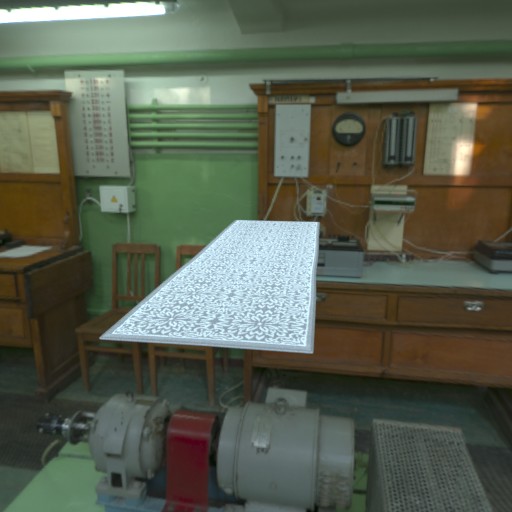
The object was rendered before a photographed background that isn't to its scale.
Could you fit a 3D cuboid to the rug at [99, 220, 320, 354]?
[{"bbox_3d":[0.000,0.000,2.379,0.662,0.011,2.196,2,14,8],"label":"rug"}]
